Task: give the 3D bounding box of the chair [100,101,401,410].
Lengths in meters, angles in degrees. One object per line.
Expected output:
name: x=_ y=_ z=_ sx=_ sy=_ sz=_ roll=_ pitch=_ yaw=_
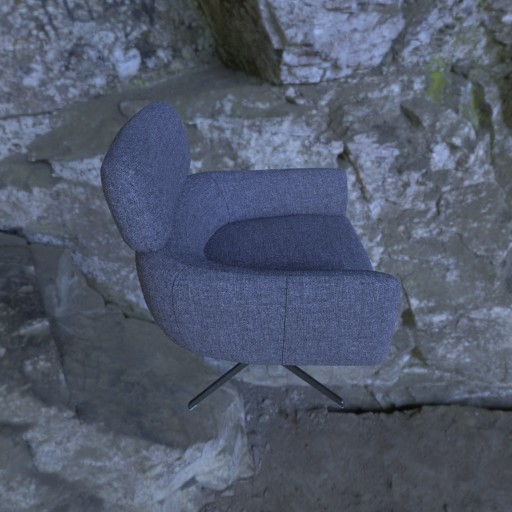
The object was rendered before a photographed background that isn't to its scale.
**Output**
chair: x=0.000 y=0.000 z=1.340 sx=0.715 sy=0.812 sz=0.706 roll=-1 pitch=33 yaw=-1
